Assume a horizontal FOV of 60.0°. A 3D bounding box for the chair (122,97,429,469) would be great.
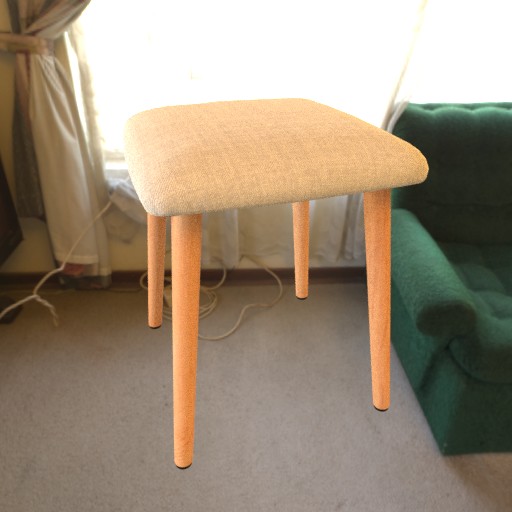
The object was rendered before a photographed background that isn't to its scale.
[{"bbox_3d":[0.000,0.000,0.696,0.350,0.440,0.350,-9,31,-16],"label":"chair"}]
